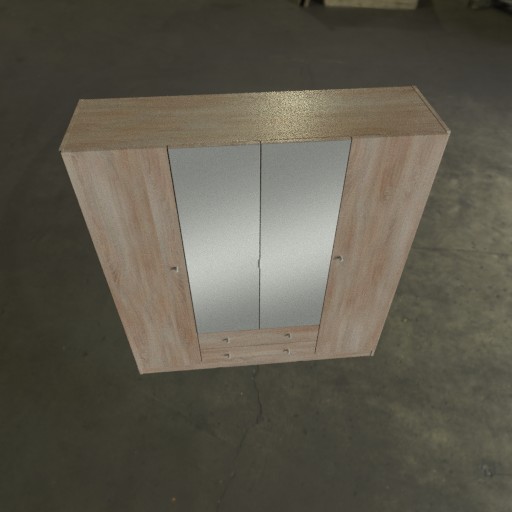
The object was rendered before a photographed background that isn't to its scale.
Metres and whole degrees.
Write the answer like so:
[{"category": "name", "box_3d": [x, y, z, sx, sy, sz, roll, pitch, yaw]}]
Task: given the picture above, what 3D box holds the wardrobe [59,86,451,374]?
[{"category": "wardrobe", "box_3d": [0.000, 0.000, 3.186, 1.998, 2.159, 0.598, -4, 45, -4]}]
